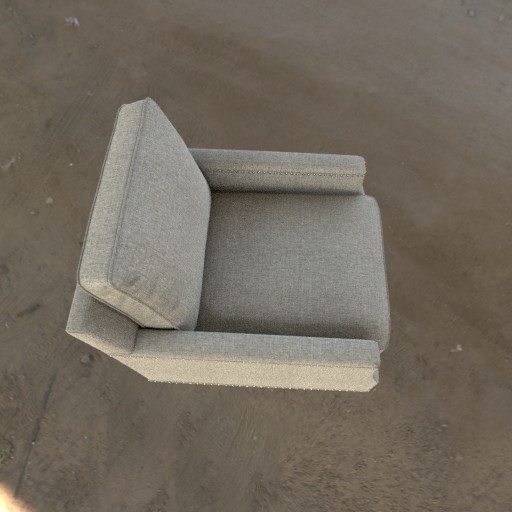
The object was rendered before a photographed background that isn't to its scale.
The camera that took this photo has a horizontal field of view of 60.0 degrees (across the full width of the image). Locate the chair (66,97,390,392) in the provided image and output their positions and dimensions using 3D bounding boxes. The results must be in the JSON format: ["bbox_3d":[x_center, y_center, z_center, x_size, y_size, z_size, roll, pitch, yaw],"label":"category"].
[{"bbox_3d":[0.000,0.000,1.683,1.014,0.943,0.853,2,64,1],"label":"chair"}]
